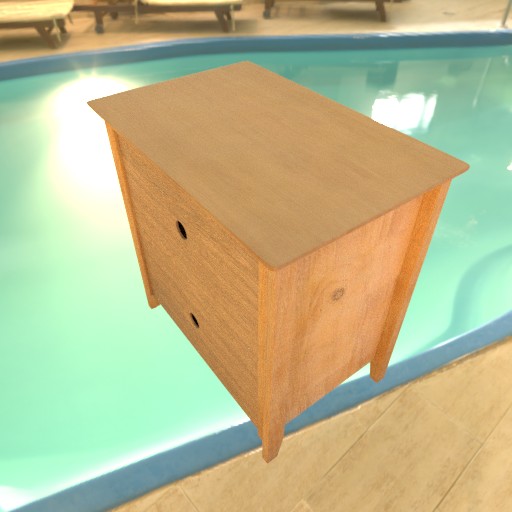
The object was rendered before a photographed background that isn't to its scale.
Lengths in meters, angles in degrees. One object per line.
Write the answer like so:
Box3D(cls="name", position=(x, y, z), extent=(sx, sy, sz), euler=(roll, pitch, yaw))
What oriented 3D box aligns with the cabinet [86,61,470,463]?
Box3D(cls="cabinet", position=(0.000, 0.000, 1.246), extent=(0.503, 0.762, 0.763), euler=(-26, 48, -26))
